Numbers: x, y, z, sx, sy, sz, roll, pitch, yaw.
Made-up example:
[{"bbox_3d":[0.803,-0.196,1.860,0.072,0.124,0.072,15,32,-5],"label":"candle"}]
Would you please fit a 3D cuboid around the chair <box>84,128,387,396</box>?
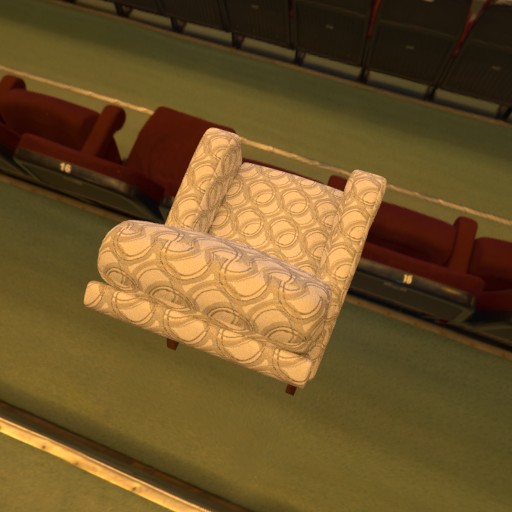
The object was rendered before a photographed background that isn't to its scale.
[{"bbox_3d":[0.000,0.000,1.734,0.796,1.065,0.995,19,65,9],"label":"chair"}]
